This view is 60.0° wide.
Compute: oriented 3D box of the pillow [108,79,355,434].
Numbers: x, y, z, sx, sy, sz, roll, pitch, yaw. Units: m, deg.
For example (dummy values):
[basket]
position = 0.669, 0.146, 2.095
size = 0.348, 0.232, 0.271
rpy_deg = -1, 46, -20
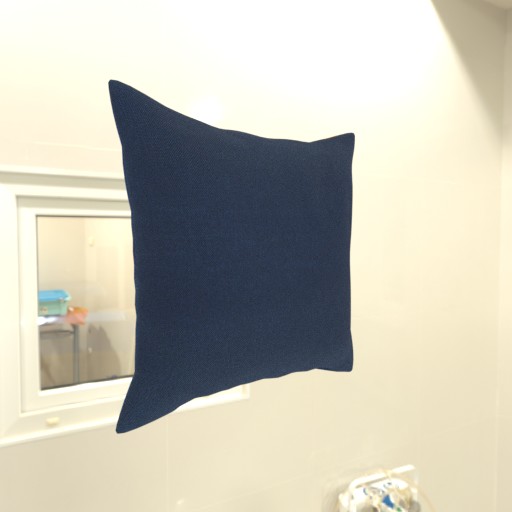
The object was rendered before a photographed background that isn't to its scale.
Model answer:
[pillow]
position = 0.000, 0.000, 0.704
size = 0.463, 0.454, 0.173
rpy_deg = -2, 3, -37
